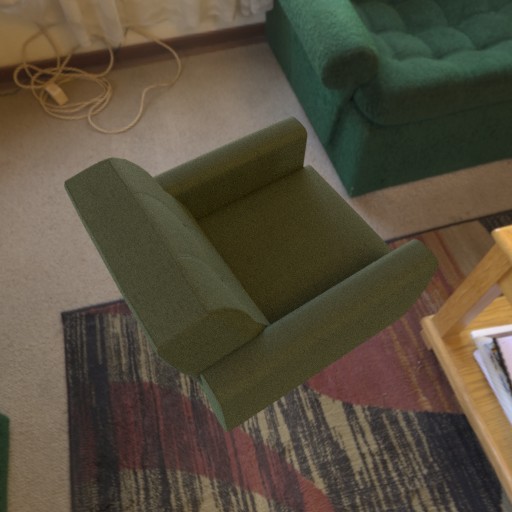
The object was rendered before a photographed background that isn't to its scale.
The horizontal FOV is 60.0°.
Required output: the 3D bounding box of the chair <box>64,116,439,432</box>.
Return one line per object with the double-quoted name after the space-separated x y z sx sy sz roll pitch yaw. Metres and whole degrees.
0.000 0.000 1.554 0.909 0.841 0.831 -29 63 -17 "chair"
